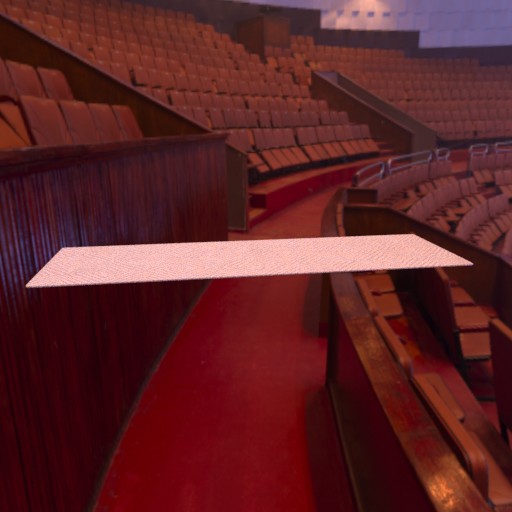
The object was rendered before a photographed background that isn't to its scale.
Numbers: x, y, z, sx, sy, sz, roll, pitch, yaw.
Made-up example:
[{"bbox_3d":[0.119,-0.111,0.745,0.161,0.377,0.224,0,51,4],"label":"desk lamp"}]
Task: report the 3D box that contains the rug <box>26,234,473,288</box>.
[{"bbox_3d":[0.000,0.000,2.541,2.277,0.008,0.676,-3,17,-8],"label":"rug"}]
